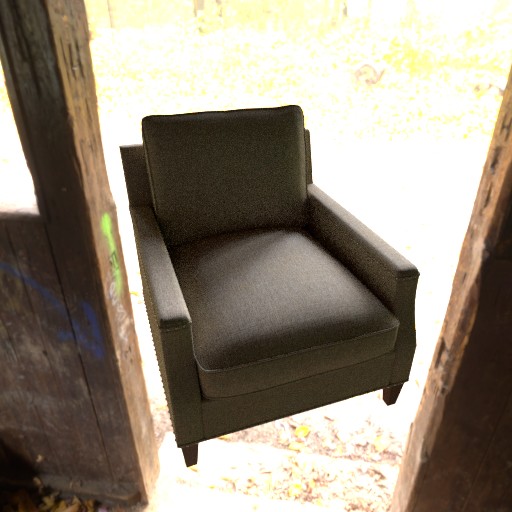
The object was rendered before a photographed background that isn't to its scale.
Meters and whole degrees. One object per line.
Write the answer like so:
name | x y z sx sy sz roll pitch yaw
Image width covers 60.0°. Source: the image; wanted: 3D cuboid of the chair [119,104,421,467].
chair | 0.000 0.000 1.694 0.853 0.943 1.014 -10 32 -17
